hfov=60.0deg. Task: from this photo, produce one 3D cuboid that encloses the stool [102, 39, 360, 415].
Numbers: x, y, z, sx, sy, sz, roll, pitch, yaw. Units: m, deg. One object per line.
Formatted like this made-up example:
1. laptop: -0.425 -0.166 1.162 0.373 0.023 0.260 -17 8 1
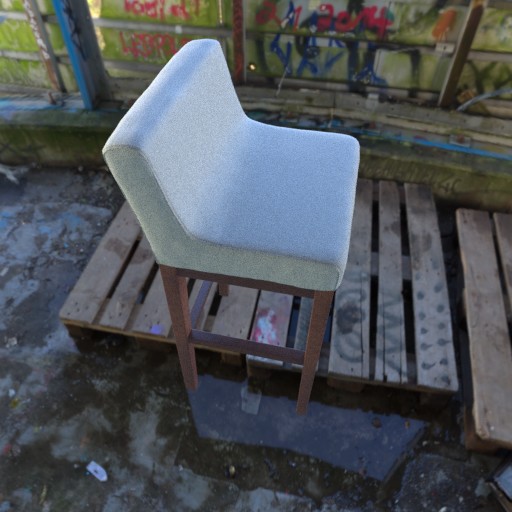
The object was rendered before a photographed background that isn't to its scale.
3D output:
1. stool: 0.000 0.000 1.318 0.500 1.037 0.511 10 49 9
